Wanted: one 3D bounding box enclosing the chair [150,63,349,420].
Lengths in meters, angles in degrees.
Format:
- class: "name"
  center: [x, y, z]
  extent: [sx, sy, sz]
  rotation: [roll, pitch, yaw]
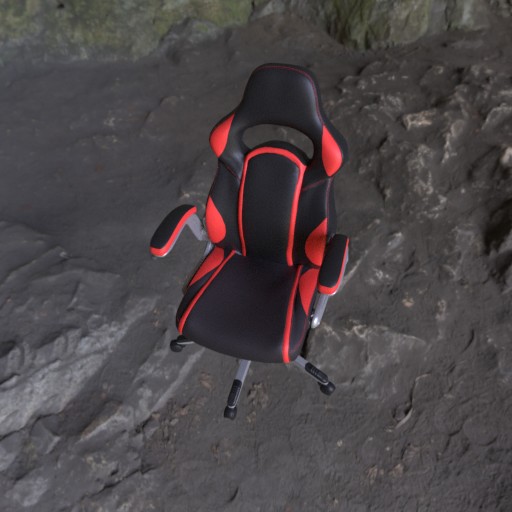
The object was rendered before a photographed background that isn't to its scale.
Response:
- class: "chair"
  center: [0.000, 0.000, 1.627]
  extent: [0.758, 1.165, 0.712]
  rotation: [12, 43, 13]
